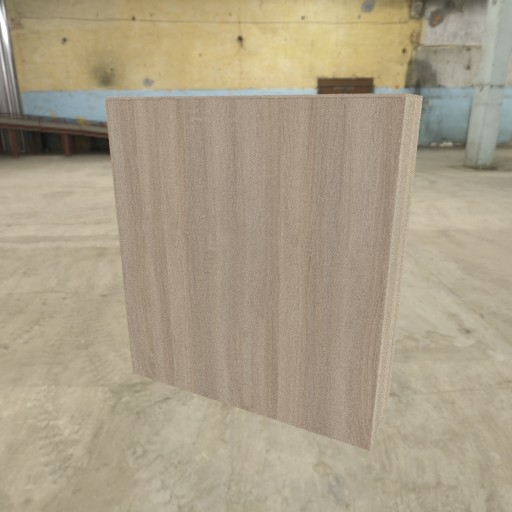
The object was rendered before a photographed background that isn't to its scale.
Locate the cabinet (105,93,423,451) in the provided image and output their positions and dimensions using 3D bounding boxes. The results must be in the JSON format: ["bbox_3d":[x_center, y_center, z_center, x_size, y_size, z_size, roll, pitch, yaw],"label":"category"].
[{"bbox_3d":[0.000,0.000,3.045,1.870,2.060,0.620,9,21,25],"label":"cabinet"}]
